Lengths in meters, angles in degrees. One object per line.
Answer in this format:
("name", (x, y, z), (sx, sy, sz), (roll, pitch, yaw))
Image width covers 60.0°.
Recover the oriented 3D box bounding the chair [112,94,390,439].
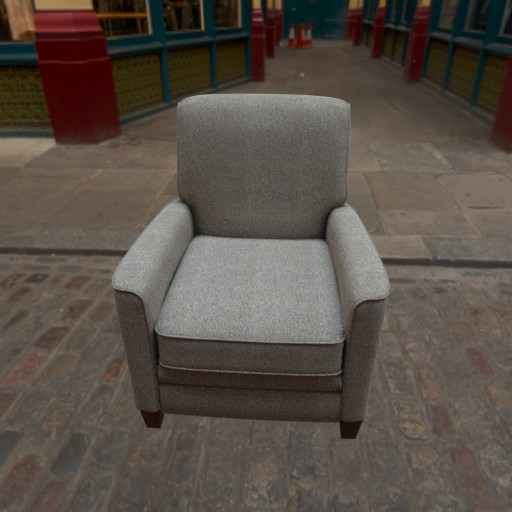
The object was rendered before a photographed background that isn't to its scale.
("chair", (0.000, 0.000, 1.651), (0.841, 1.028, 0.858), (2, 30, 3))
